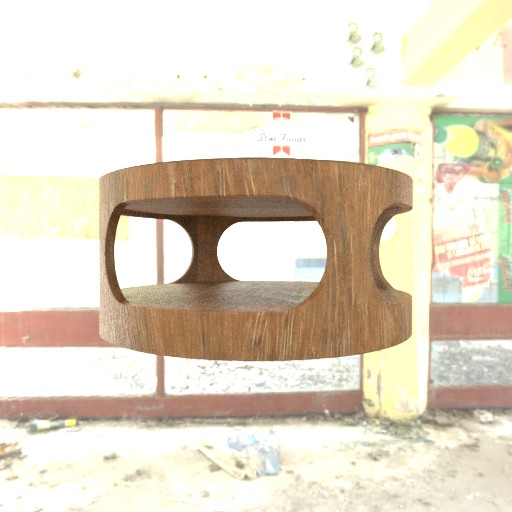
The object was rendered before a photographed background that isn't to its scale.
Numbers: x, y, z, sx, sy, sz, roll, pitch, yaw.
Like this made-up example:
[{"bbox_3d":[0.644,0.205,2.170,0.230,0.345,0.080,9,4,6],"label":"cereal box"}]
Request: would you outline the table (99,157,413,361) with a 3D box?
[{"bbox_3d":[0.000,0.000,1.462,0.974,0.450,0.974,0,1,0],"label":"table"}]
